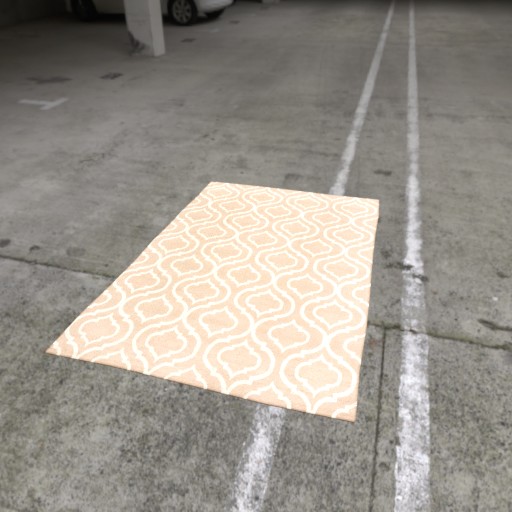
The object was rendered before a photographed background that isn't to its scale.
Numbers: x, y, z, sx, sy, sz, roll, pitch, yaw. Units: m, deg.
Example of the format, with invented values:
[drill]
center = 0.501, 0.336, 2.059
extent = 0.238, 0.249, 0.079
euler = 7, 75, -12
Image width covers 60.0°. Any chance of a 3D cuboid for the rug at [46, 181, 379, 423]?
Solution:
[rug]
center = 0.000, 0.000, 2.235
extent = 1.152, 0.013, 1.761
euler = 8, 32, 13
